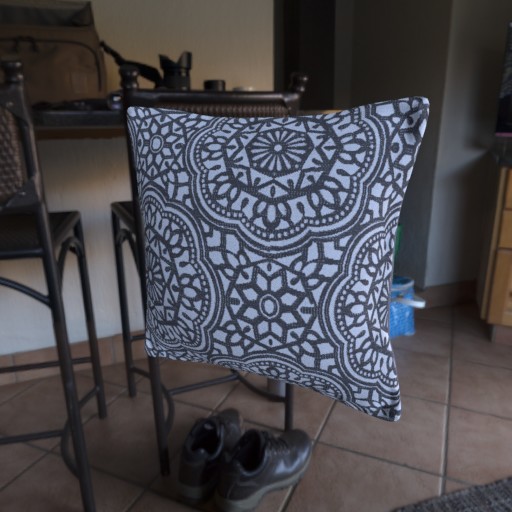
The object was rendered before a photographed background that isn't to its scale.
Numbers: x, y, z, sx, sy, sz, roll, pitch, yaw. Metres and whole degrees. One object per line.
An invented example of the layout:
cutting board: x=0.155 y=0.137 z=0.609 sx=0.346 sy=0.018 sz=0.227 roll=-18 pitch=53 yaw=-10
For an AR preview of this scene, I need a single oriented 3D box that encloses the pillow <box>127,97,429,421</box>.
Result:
pillow: x=0.000 y=0.000 z=0.634 sx=0.436 sy=0.417 sz=0.148 roll=8 pitch=17 yaw=25
